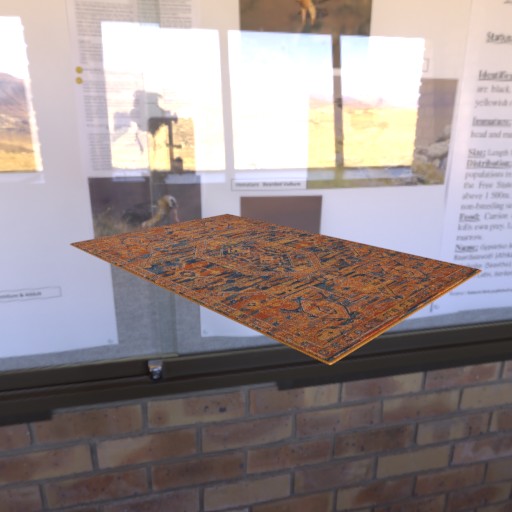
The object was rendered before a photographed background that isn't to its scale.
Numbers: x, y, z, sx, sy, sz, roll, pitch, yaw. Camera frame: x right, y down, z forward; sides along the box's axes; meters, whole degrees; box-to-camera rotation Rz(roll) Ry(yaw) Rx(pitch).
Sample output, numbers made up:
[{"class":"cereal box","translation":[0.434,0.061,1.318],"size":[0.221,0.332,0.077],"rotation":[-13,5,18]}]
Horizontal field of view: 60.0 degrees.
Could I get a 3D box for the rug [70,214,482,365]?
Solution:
[{"class":"rug","translation":[0.000,0.000,2.220],"size":[1.148,0.013,1.758],"rotation":[-16,23,-42]}]
